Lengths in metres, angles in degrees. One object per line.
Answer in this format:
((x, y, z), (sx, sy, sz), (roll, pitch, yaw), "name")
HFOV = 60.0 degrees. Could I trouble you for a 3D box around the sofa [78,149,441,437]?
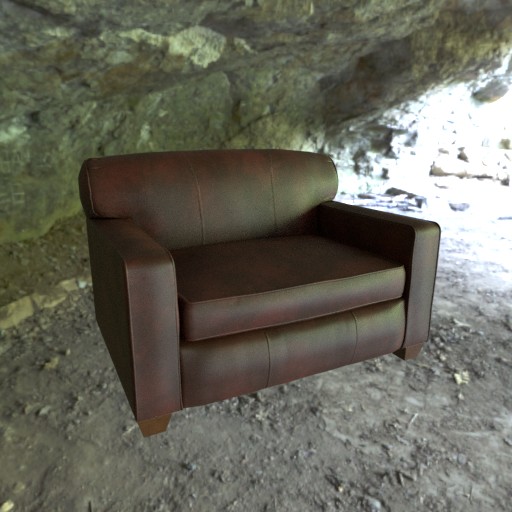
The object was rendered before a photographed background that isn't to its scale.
((0.000, 0.000, 2.079), (1.413, 0.956, 1.000), (-7, 17, -26), "sofa")
